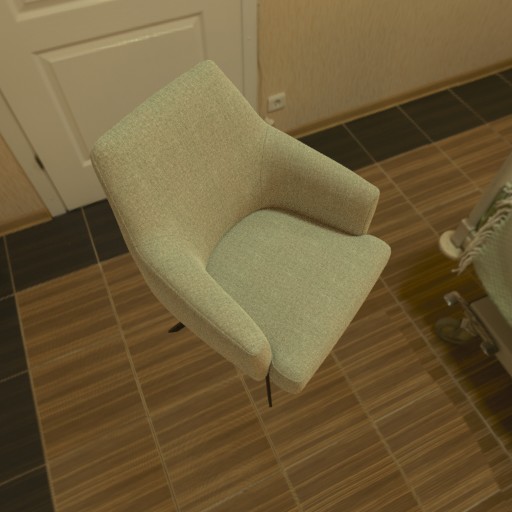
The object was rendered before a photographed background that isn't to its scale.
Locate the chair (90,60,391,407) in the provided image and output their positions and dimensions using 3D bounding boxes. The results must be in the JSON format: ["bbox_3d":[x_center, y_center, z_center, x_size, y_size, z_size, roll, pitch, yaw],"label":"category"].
[{"bbox_3d":[0.000,0.000,1.354,0.677,0.874,0.642,31,62,19],"label":"chair"}]
